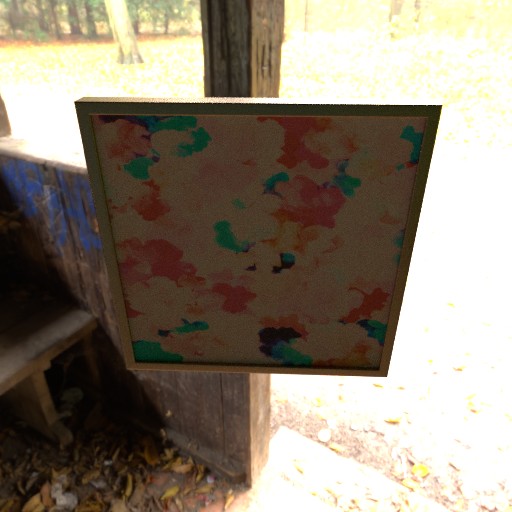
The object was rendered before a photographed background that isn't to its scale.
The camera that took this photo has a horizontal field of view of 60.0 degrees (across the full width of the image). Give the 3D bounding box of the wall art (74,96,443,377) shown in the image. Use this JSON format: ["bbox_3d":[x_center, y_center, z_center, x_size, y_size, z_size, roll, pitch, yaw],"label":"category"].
[{"bbox_3d":[0.000,0.000,0.755,0.510,0.509,0.037,1,30,2],"label":"wall art"}]
